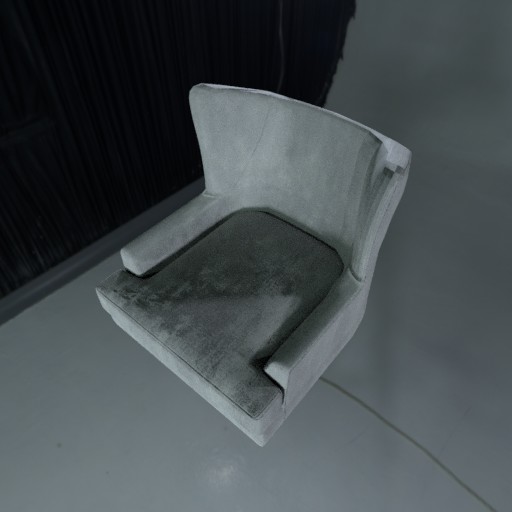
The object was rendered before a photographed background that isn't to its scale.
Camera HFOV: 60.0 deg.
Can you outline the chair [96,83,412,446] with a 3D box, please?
[{"bbox_3d":[0.000,0.000,1.605,0.784,0.950,0.906,31,54,26],"label":"chair"}]
